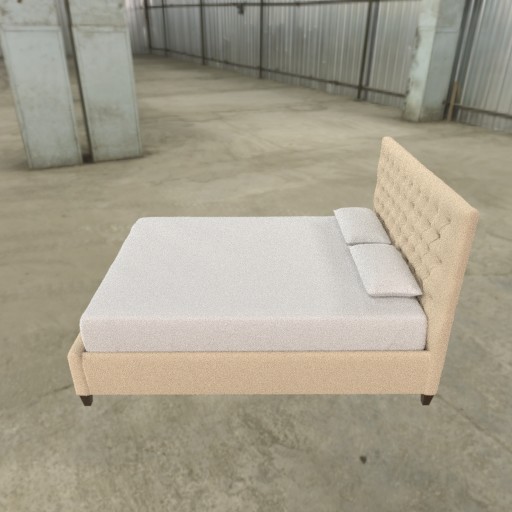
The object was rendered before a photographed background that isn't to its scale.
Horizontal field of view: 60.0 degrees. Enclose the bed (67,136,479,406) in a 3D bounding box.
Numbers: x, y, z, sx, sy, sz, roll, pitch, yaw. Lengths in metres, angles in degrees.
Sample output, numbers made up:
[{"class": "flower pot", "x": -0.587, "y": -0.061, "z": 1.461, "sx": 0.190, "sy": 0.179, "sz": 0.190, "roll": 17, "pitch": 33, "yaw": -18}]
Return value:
[{"class": "bed", "x": 0.000, "y": 0.000, "z": 3.376, "sx": 2.387, "sy": 1.427, "sz": 1.698, "roll": 0, "pitch": 28, "yaw": 0}]
